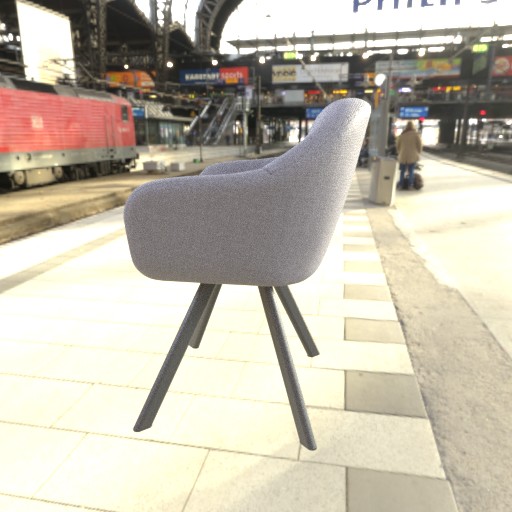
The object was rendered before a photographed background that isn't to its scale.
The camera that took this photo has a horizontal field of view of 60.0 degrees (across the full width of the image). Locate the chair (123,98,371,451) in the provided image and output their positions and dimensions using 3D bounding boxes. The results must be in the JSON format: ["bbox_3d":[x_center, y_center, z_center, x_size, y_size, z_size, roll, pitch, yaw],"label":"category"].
[{"bbox_3d":[0.000,0.000,1.191,0.550,0.795,0.590,2,16,8],"label":"chair"}]
